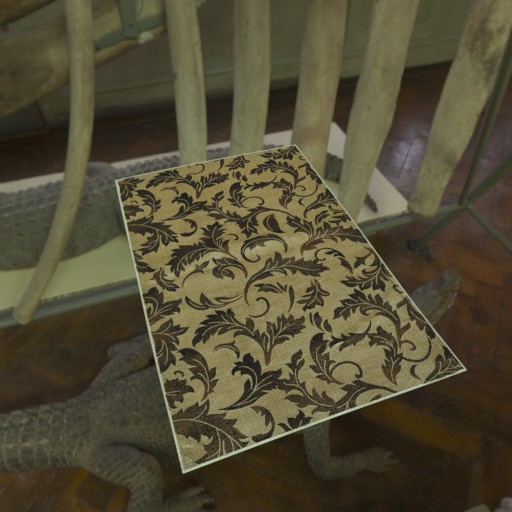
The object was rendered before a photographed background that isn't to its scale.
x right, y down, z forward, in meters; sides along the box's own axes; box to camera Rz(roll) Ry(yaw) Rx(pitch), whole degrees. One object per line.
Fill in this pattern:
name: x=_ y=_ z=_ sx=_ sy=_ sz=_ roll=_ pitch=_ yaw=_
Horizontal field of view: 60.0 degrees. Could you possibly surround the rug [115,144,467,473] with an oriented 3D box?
rug: x=0.000 y=0.000 z=2.873 sx=1.522 sy=0.008 sz=2.284 roll=-14 pitch=48 yaw=-13
